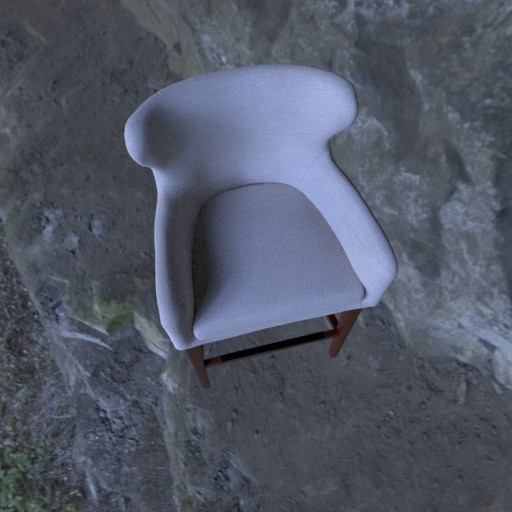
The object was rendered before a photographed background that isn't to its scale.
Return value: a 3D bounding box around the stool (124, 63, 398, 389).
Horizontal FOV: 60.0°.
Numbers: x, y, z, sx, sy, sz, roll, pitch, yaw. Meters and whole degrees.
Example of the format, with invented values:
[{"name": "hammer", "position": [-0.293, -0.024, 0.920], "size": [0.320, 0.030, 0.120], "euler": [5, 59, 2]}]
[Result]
[{"name": "stool", "position": [0.000, 0.000, 1.390], "size": [0.556, 1.034, 0.563], "euler": [-12, 64, -6]}]
